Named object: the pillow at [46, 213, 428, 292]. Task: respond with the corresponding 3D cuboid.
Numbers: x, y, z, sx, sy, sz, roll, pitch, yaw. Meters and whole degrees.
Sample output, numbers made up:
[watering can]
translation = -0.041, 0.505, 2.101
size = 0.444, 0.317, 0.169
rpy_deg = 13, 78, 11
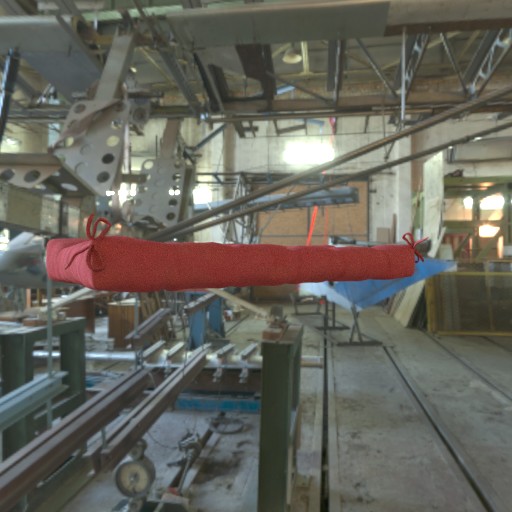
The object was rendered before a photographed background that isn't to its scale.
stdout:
[pillow]
translation = 0.000, 0.000, 1.373
size = 1.194, 0.174, 0.511
rpy_deg = 0, 0, -36
